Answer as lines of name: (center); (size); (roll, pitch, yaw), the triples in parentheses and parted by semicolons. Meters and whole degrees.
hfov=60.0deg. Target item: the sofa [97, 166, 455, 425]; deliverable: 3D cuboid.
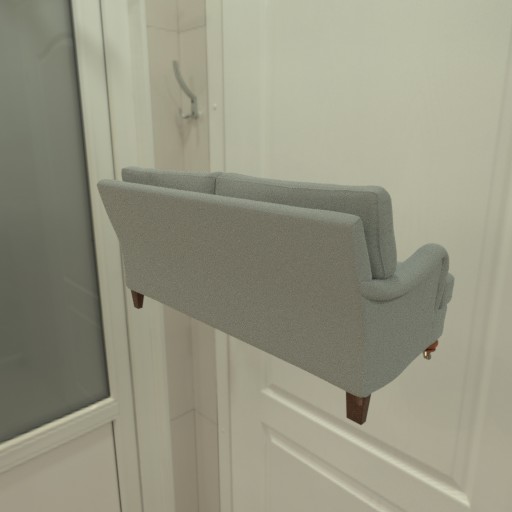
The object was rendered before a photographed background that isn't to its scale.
sofa: (0.000, 0.000, 2.846); (1.069, 1.096, 2.193); (-14, 21, -43)
